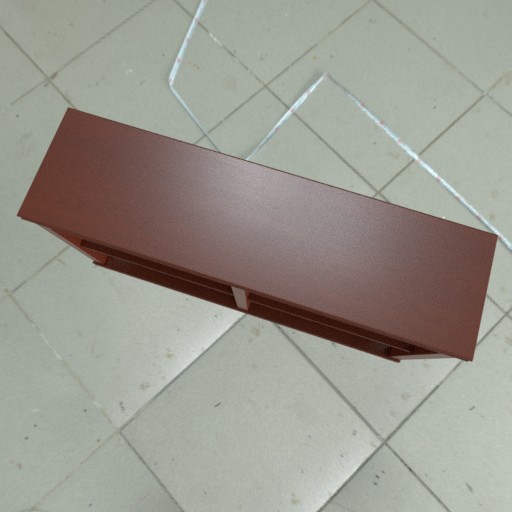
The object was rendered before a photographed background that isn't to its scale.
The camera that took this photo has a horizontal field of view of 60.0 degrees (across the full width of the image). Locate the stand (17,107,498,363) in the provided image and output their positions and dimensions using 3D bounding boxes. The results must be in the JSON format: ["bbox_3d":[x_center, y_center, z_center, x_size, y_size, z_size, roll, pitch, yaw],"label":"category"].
[{"bbox_3d":[0.000,0.000,1.675,1.372,0.762,0.381,17,77,4],"label":"stand"}]
